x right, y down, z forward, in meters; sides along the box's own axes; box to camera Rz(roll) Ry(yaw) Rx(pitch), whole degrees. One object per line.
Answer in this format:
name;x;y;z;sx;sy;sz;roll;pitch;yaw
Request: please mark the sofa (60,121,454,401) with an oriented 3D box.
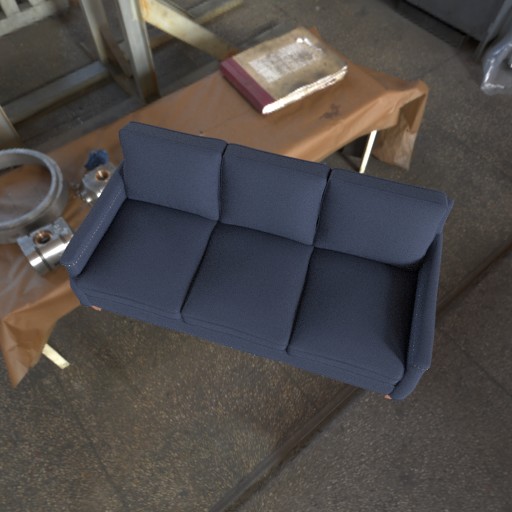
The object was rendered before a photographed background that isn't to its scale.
sofa;0.000;0.000;2.862;2.246;1.003;1.084;15;61;9
